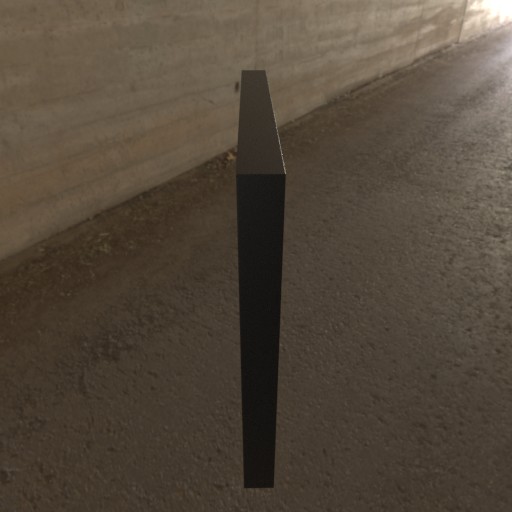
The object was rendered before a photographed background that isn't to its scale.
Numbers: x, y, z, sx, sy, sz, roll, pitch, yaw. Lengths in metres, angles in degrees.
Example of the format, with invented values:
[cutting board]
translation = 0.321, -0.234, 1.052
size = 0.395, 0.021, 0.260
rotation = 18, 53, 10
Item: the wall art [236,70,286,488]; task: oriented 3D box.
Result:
[wall art]
translation = 0.000, 0.000, 0.477
size = 0.029, 0.318, 0.327
rotation = 0, 32, -1
